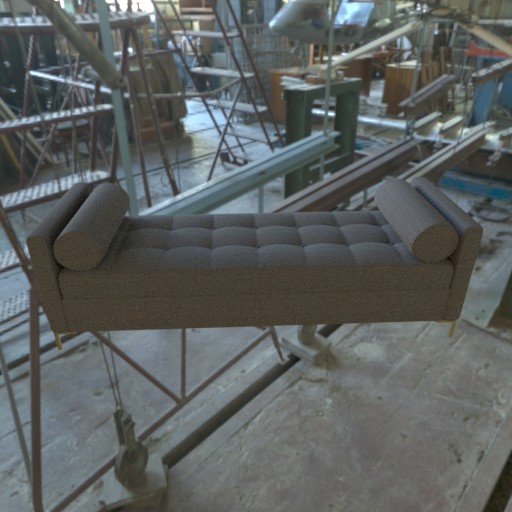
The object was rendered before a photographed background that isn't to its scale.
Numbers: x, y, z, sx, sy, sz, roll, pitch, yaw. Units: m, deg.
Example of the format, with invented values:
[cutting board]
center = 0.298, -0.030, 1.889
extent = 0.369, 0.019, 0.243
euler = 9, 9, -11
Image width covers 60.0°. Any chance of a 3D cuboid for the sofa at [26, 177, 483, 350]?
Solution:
[sofa]
center = 0.000, 0.000, 2.340
extent = 1.981, 0.635, 0.686
euler = -1, 29, -2
